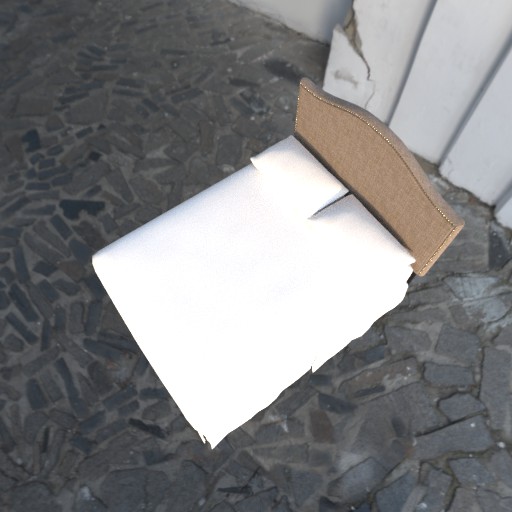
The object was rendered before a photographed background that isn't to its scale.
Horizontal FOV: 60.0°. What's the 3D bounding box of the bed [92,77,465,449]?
[{"bbox_3d":[0.000,0.000,3.357,2.153,1.518,1.713,-33,67,-16],"label":"bed"}]
